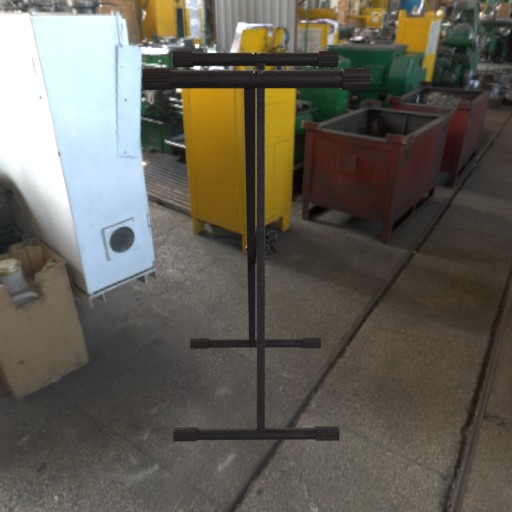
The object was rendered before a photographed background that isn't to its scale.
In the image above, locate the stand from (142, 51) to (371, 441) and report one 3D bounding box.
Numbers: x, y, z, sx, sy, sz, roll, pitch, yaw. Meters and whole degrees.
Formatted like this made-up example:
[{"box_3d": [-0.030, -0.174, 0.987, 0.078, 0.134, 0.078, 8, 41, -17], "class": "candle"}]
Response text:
[{"box_3d": [0.000, 0.000, 1.148, 0.449, 0.940, 0.409, 0, 30, 0], "class": "stand"}]
